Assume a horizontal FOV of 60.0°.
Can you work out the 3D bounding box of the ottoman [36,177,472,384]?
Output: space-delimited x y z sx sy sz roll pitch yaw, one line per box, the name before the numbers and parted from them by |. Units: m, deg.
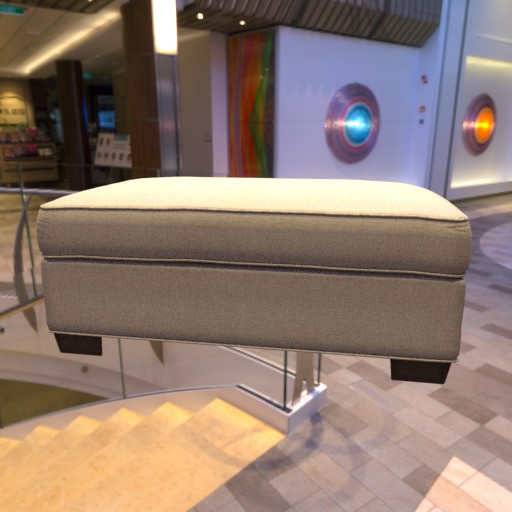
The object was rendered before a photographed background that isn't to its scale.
ottoman | 0.000 0.000 1.396 1.097 0.461 0.617 3 16 9
